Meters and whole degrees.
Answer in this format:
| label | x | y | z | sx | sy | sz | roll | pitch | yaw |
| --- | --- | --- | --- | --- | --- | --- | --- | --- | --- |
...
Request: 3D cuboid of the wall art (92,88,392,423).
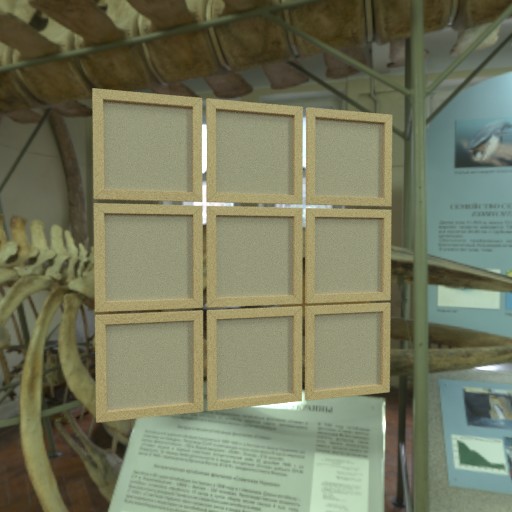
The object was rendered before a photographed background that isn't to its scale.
| label | x | y | z | sx | sy | sz | roll | pitch | yaw |
| --- | --- | --- | --- | --- | --- | --- | --- | --- | --- |
| wall art | 0.000 | 0.000 | 1.772 | 1.217 | 1.207 | 0.016 | -1 | 2 | -16 |
